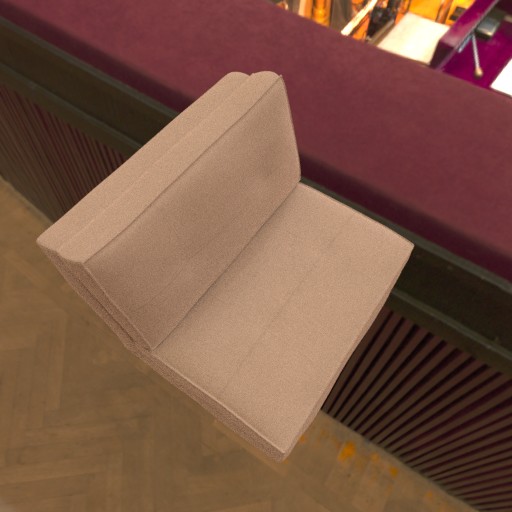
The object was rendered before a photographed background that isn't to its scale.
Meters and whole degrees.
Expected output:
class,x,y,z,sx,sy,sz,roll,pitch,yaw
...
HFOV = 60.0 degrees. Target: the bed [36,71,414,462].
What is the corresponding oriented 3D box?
class,x,y,z,sx,sy,sz,roll,pitch,yaw
bed,0.000,0.000,1.301,0.749,0.614,0.799,31,63,18
